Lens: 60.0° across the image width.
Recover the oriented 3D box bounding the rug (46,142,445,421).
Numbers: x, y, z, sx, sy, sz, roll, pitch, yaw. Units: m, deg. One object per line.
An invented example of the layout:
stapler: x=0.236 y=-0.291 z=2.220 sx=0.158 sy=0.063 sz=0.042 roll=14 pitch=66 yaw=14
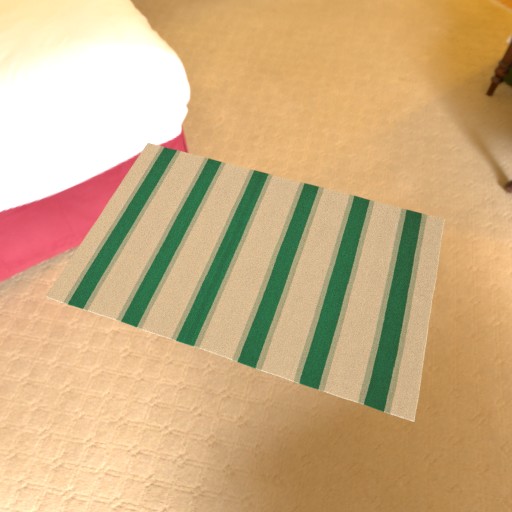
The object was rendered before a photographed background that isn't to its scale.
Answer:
rug: x=0.000 y=0.000 z=3.112 sx=2.436 sy=0.015 sz=1.521 roll=16 pitch=60 yaw=10
